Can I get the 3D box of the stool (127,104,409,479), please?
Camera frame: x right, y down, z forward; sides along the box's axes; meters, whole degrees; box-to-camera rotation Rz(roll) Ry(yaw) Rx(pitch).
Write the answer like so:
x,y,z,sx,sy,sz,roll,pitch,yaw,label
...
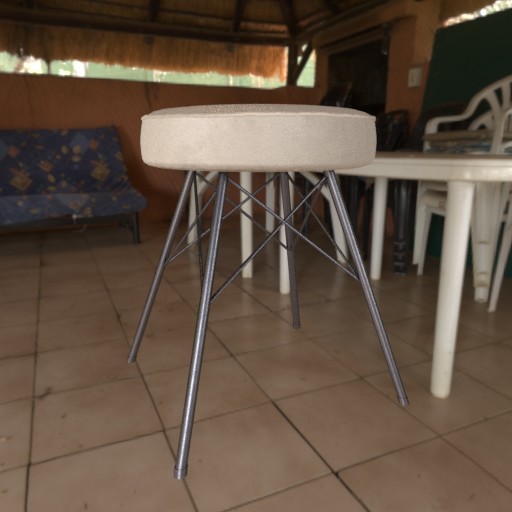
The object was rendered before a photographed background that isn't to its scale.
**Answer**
x,y,z,sx,sy,sz,roll,pitch,yaw,label
0.000,0.000,0.858,0.457,0.538,0.423,-7,16,-25,stool
